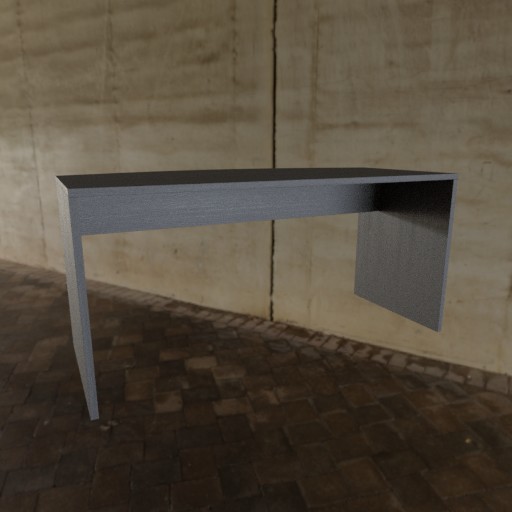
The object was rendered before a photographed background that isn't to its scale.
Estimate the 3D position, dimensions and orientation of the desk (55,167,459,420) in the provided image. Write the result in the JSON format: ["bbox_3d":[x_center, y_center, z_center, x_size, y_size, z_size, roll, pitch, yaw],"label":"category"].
[{"bbox_3d":[0.000,0.000,2.046,1.600,0.750,0.802,-7,16,-26],"label":"desk"}]
